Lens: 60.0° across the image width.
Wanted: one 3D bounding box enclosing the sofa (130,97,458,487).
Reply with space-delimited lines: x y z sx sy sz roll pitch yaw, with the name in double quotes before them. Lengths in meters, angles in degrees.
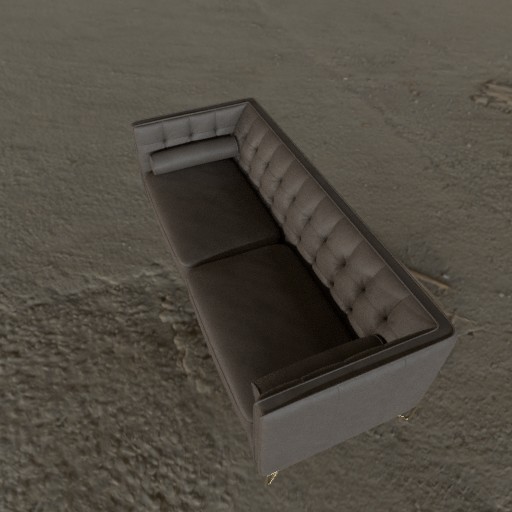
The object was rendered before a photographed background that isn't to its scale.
"sofa" 0.000 0.000 2.487 0.867 0.789 2.087 -17 49 -16
